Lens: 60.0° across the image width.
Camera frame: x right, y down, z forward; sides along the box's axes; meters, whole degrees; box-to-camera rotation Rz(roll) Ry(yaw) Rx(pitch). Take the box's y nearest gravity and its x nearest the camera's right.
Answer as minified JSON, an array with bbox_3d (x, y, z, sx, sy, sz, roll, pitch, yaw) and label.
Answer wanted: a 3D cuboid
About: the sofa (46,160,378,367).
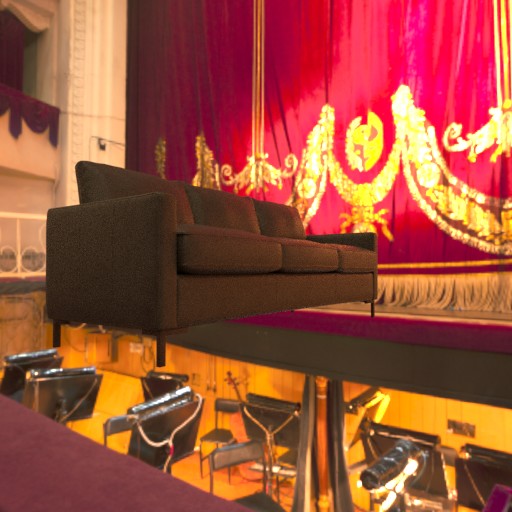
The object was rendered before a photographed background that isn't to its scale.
[{"bbox_3d":[0.000,0.000,2.447,0.748,0.805,2.029,-1,-2,36],"label":"sofa"}]
